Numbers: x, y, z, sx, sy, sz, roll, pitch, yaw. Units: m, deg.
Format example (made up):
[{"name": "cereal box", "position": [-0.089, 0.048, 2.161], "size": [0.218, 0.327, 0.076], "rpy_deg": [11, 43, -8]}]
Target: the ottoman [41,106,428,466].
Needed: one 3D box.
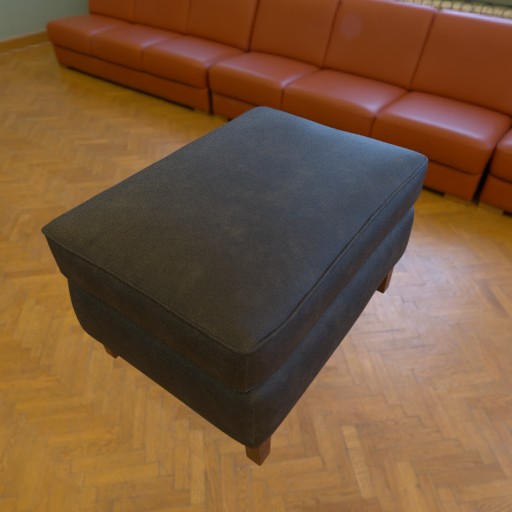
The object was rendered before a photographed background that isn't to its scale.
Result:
[{"name": "ottoman", "position": [0.000, 0.000, 0.966], "size": [0.501, 0.413, 0.665], "rpy_deg": [26, 48, 26]}]
